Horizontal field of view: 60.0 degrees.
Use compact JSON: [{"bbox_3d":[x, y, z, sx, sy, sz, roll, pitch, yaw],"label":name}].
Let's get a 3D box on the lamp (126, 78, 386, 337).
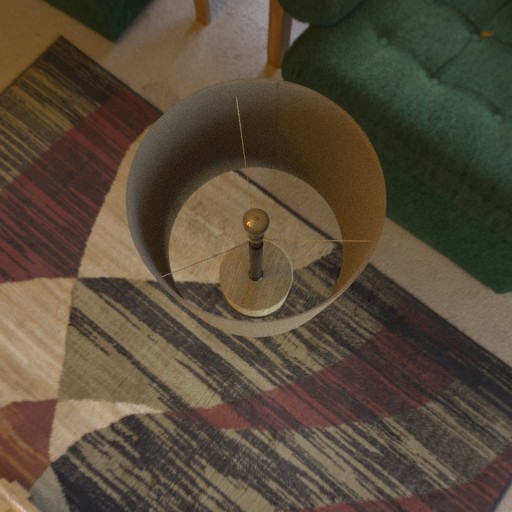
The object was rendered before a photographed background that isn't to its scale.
[{"bbox_3d":[0.000,0.000,0.614,0.229,0.470,0.229,19,77,5],"label":"lamp"}]
